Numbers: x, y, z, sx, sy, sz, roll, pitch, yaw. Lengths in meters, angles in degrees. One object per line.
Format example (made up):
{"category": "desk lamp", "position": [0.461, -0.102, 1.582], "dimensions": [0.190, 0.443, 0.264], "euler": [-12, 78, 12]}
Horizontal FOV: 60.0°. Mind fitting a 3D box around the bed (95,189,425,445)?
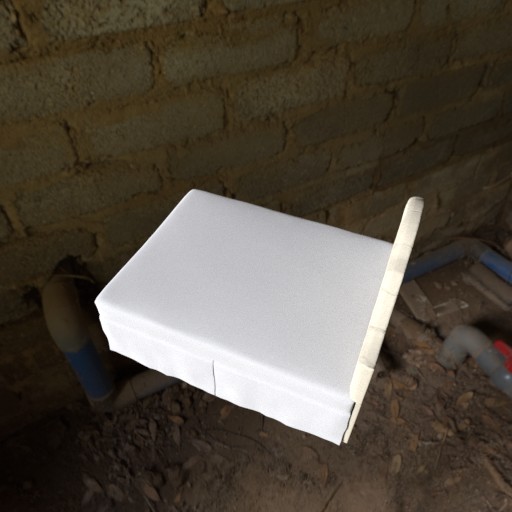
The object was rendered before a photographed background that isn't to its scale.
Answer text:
{"category": "bed", "position": [0.000, 0.000, 3.397], "dimensions": [2.092, 1.575, 1.627], "euler": [17, 48, 16]}
